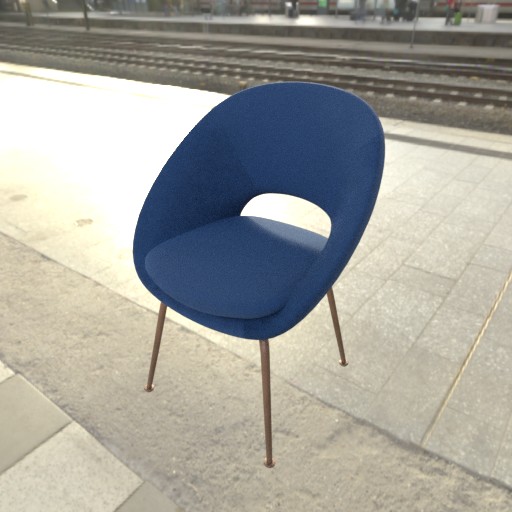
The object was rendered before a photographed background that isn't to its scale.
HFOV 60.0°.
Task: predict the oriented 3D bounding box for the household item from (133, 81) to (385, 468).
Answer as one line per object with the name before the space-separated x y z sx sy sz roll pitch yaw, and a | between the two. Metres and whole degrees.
household item | 0.000 0.000 1.246 0.623 0.852 0.573 19 35 30
